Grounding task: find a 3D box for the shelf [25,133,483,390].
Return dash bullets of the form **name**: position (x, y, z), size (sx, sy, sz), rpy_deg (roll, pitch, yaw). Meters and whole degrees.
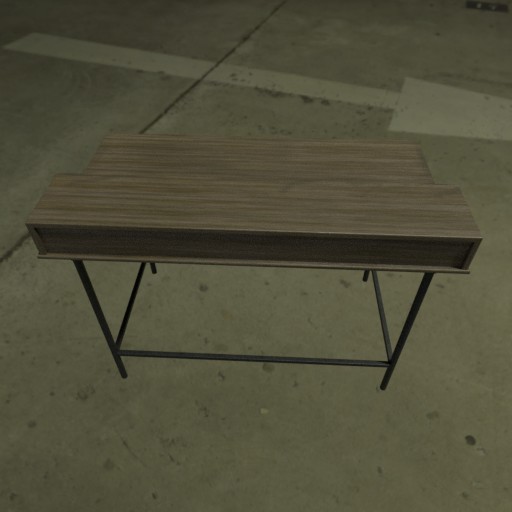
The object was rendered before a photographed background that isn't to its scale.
- **shelf**: position (0.000, 0.000, 1.698), size (1.212, 0.865, 0.685), rpy_deg (2, 45, 2)
